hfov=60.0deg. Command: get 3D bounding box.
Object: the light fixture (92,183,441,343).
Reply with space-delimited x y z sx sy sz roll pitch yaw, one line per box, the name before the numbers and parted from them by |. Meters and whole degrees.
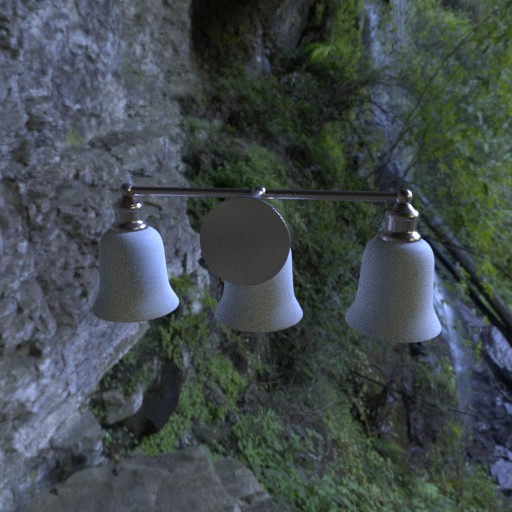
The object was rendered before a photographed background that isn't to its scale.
light fixture | 0.000 0.000 0.675 0.570 0.211 0.198 3 17 9
